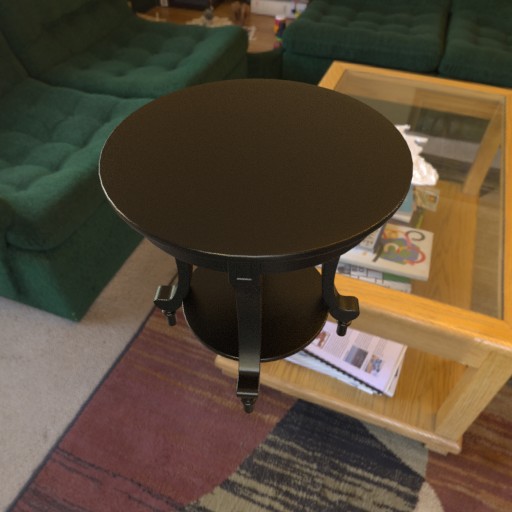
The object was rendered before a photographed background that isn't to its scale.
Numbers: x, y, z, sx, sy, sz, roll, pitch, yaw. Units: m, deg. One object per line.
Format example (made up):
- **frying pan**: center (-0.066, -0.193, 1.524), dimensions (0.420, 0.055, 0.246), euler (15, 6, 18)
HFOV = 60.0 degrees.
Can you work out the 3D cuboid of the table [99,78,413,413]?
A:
- **table**: center (0.000, 0.000, 1.085), dimensions (0.597, 0.618, 0.597), euler (0, 46, 0)
